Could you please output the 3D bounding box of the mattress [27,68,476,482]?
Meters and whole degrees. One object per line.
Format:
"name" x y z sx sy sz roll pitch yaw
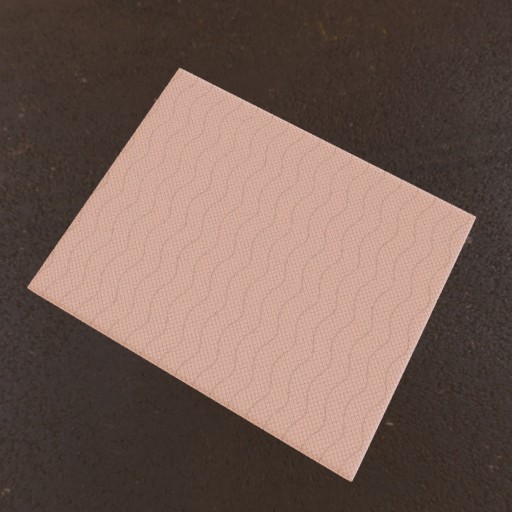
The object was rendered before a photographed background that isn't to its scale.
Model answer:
"mattress" 0.000 0.000 2.587 2.000 0.230 1.600 29 78 7
